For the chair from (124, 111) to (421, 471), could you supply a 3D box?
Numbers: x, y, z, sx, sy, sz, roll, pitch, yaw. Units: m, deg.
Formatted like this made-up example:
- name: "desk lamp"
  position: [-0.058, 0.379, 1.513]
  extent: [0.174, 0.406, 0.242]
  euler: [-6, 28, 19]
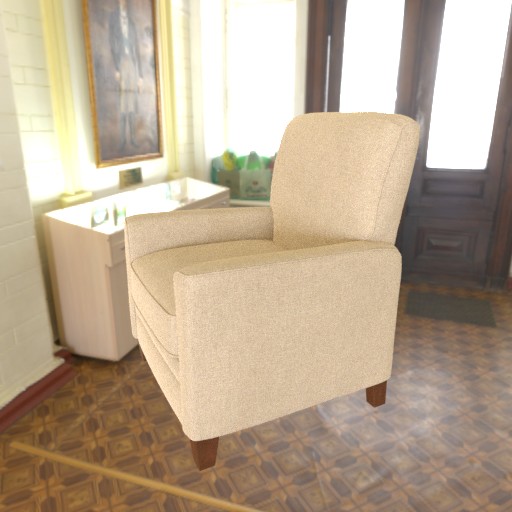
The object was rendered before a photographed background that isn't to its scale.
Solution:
- name: "chair"
  position: [0.000, 0.000, 1.646]
  extent: [0.859, 1.023, 0.845]
  euler: [-8, 19, -26]
